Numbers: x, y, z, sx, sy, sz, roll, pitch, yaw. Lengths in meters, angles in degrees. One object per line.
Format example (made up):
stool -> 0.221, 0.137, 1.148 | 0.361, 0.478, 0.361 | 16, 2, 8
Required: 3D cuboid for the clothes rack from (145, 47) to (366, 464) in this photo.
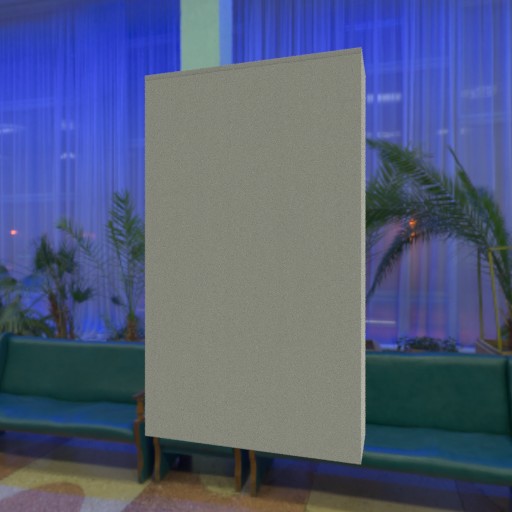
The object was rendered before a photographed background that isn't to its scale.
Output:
clothes rack -> 0.000, 0.000, 1.587 | 0.750, 1.280, 0.250 | 0, 0, 17
